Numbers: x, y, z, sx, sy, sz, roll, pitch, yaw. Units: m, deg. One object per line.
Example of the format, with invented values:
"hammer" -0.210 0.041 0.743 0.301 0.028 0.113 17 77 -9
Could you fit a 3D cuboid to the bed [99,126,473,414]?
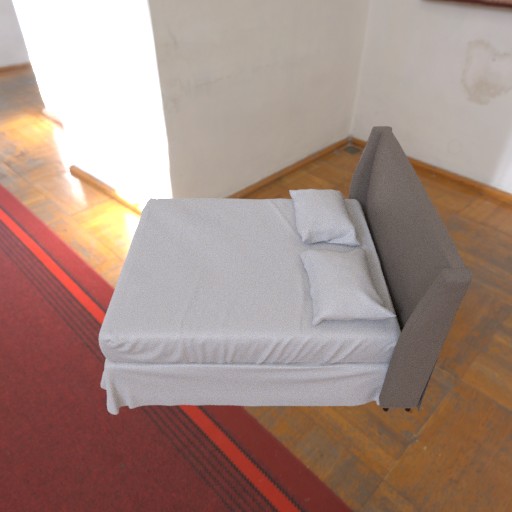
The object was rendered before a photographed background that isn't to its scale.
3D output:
"bed" 0.000 0.000 3.417 2.276 1.332 1.925 0 40 0
